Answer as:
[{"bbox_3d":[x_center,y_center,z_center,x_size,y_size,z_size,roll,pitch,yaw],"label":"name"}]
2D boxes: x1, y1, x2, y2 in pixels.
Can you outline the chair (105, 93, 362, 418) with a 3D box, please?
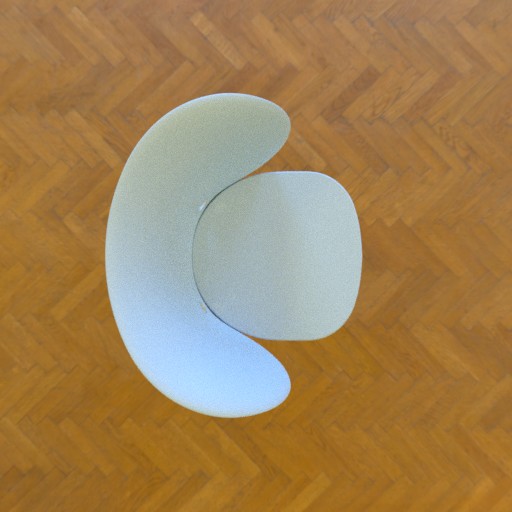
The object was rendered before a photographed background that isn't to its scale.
[{"bbox_3d":[0.000,0.000,0.857,0.402,0.554,0.451,0,90,0],"label":"chair"}]
